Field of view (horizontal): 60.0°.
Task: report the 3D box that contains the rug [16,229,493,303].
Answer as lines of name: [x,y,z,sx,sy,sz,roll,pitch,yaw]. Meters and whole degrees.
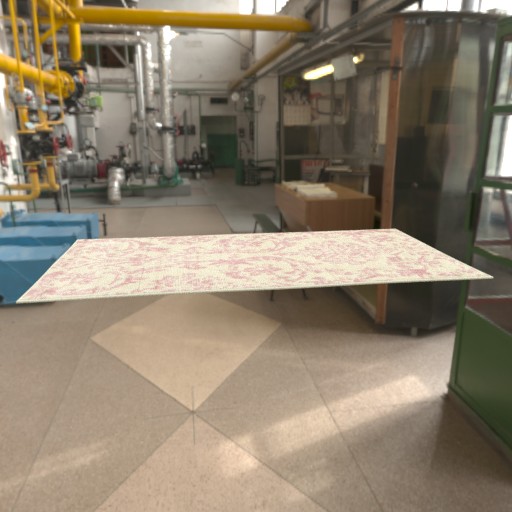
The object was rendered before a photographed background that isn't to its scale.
rug: [0.000,0.000,1.403,1.219,0.007,0.604,-2,16,-8]
